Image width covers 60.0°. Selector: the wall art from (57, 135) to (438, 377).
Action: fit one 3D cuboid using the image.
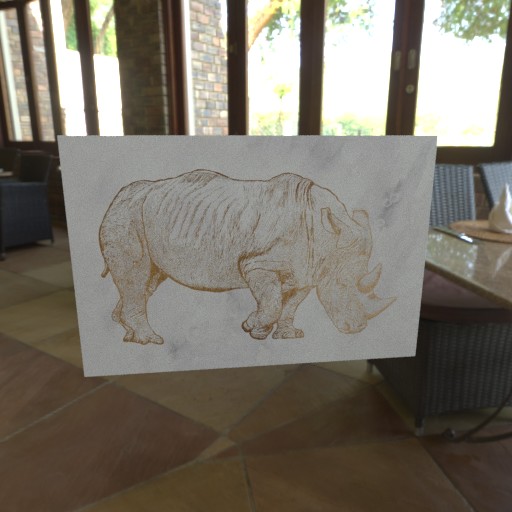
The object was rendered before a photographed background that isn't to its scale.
[{"bbox_3d":[0.000,0.000,0.776,0.609,0.407,0.038,-2,15,-7],"label":"wall art"}]
